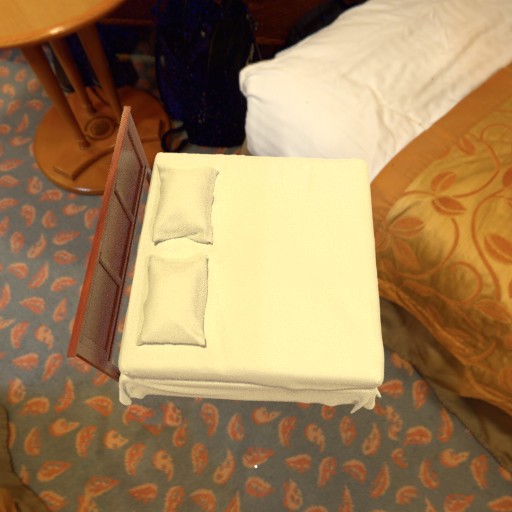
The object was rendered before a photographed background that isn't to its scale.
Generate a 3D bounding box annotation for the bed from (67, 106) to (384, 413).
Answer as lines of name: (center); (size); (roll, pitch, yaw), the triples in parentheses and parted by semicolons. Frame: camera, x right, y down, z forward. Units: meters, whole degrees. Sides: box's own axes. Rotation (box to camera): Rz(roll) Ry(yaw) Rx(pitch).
bed: (0.000, 0.000, 3.668); (2.219, 1.271, 2.314); (2, 65, 1)
